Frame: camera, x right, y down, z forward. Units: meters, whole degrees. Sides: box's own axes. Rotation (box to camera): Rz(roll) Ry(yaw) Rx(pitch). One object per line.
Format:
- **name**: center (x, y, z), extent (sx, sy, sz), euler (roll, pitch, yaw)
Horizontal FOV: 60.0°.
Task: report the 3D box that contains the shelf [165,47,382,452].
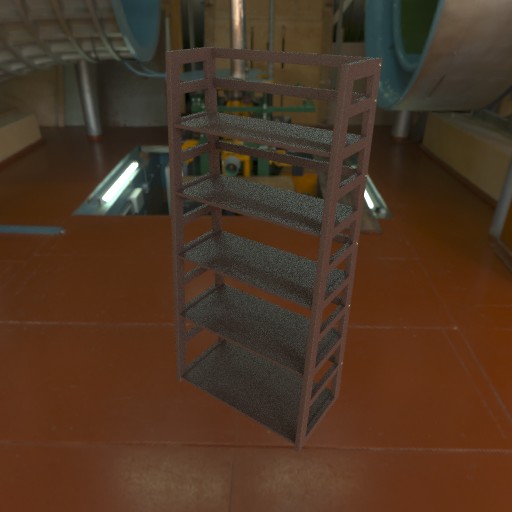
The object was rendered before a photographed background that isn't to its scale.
- **shelf**: center (0.000, 0.000, 1.936), extent (0.763, 1.600, 0.403), euler (19, 35, 30)
